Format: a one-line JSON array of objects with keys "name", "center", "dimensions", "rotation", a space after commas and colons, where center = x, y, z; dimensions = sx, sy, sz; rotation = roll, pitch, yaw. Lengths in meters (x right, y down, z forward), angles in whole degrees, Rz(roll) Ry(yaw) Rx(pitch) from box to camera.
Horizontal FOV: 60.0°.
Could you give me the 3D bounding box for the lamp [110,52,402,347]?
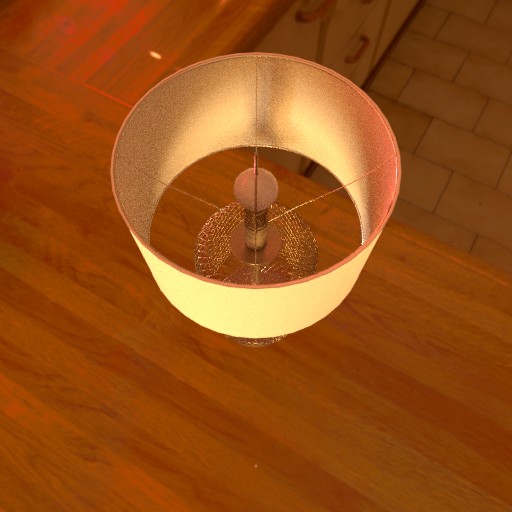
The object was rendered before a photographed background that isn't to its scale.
[{"name": "lamp", "center": [0.000, 0.000, 0.802], "dimensions": [0.353, 0.578, 0.353], "rotation": [0, 65, 0]}]
